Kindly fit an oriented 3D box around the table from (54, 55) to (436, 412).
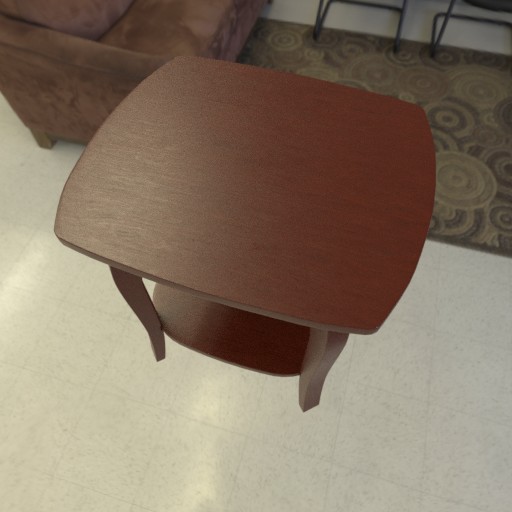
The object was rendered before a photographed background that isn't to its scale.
[{"bbox_3d":[0.000,0.000,0.844,0.502,0.496,0.433,16,59,10],"label":"table"}]
